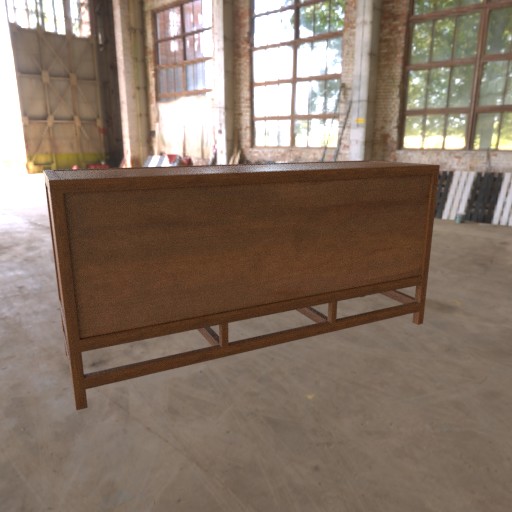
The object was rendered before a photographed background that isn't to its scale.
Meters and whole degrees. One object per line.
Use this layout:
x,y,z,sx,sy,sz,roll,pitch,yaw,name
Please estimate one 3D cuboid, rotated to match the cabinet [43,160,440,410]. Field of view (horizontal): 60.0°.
0.000,0.000,2.082,1.708,0.820,0.522,-7,17,-26,cabinet
